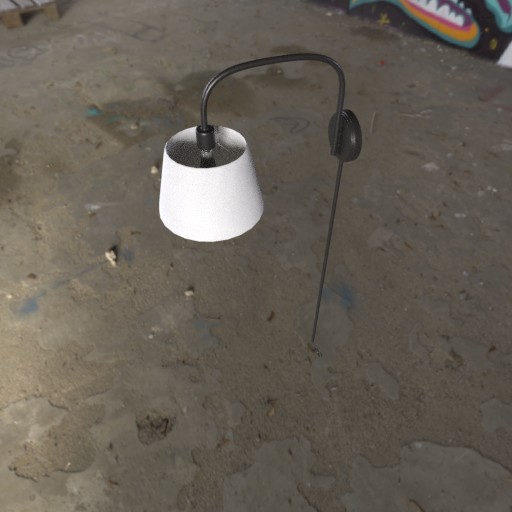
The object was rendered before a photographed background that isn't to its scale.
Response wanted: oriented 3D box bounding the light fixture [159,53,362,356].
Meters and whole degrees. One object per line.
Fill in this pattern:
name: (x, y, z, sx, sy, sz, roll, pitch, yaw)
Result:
light fixture: (0.000, 0.000, 0.459, 0.176, 0.399, 0.092, -15, 47, -14)
